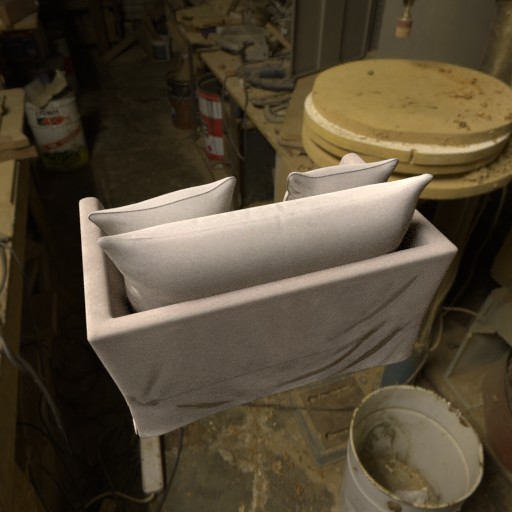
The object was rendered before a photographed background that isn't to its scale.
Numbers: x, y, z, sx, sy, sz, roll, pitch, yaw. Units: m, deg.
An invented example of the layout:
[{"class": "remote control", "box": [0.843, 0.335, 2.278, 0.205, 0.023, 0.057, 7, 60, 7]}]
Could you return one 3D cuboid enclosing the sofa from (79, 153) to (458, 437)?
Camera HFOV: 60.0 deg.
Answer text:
[{"class": "sofa", "box": [0.000, 0.000, 2.273, 1.608, 1.040, 1.035, -12, 42, -14]}]
